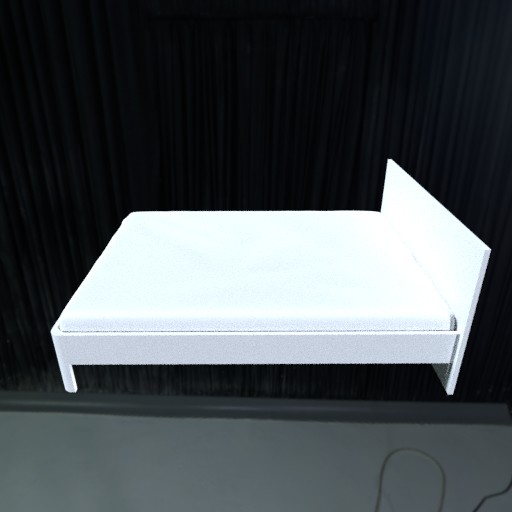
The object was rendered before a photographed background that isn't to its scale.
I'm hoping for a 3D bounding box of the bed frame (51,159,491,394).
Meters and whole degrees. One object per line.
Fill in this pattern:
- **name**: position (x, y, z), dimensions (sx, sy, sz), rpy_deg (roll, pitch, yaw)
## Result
- **bed frame**: position (0.000, 0.000, 2.687), dimensions (1.950, 0.800, 1.490), rpy_deg (0, 27, 0)
